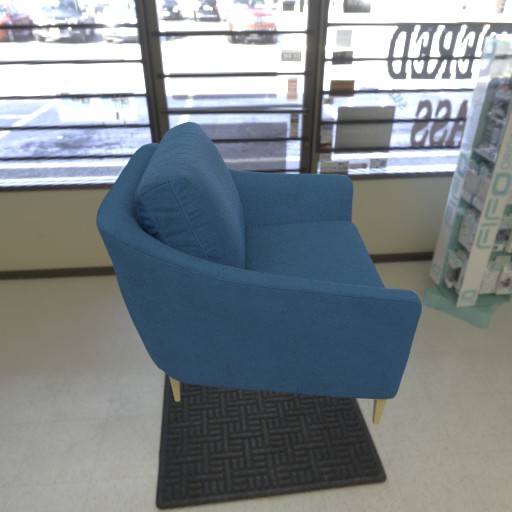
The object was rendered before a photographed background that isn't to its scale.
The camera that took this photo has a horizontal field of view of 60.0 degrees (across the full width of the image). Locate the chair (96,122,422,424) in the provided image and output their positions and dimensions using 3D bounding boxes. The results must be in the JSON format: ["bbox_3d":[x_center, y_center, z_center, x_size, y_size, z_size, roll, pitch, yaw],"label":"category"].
[{"bbox_3d":[0.000,0.000,1.729,0.961,0.899,0.987,-1,31,-1],"label":"chair"}]
